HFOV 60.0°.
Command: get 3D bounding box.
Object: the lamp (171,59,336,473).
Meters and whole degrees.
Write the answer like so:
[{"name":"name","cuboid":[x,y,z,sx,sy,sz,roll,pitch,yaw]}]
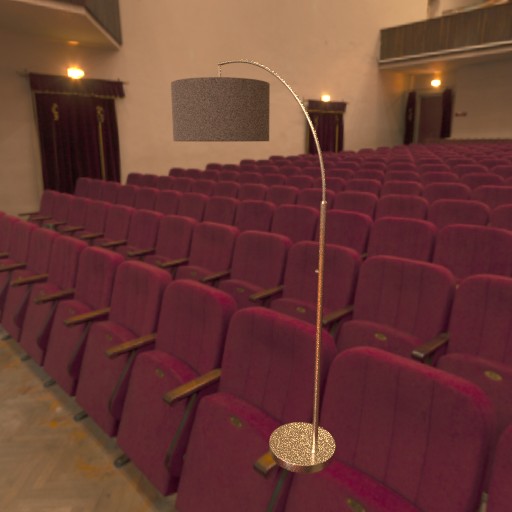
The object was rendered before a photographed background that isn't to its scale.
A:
[{"name":"lamp","cuboid":[0.000,0.000,2.064,0.452,1.735,0.934,-13,19,-41]}]
